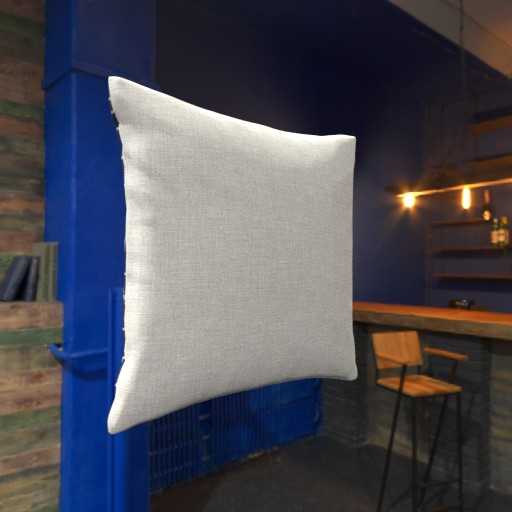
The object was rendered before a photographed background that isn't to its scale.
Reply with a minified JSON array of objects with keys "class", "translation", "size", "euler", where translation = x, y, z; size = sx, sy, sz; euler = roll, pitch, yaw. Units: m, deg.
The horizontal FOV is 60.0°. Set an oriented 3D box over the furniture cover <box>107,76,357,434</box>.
[{"class":"furniture cover","translation":[0.000,0.000,0.774],"size":[0.517,0.508,0.158],"euler":[1,-2,-37]}]
